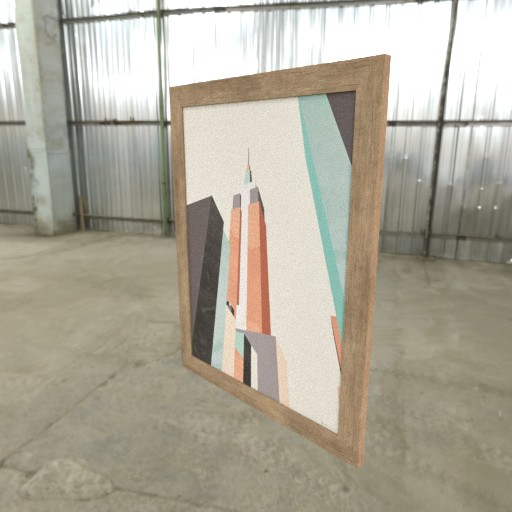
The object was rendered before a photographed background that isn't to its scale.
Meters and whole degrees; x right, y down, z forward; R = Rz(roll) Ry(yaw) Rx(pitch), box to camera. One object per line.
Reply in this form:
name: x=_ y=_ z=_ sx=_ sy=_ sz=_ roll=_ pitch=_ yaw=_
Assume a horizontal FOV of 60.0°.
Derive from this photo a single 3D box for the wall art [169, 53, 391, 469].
wall art: x=0.000 y=0.000 z=0.897 sx=0.018 sy=0.686 sz=0.534 roll=-14 pitch=20 yaw=-43
